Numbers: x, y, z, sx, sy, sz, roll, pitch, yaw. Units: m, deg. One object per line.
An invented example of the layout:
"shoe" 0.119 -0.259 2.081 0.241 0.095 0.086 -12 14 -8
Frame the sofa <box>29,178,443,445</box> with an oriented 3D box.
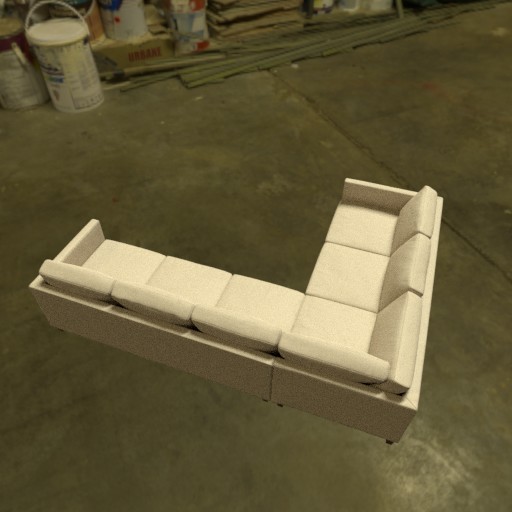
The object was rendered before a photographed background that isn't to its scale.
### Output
"sofa" 0.000 0.000 4.274 3.182 0.863 2.432 15 48 14
